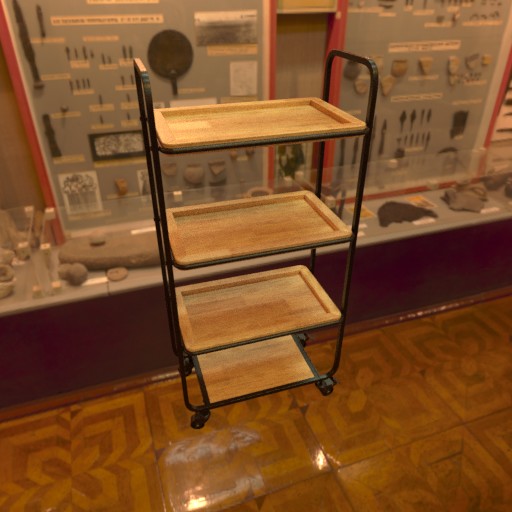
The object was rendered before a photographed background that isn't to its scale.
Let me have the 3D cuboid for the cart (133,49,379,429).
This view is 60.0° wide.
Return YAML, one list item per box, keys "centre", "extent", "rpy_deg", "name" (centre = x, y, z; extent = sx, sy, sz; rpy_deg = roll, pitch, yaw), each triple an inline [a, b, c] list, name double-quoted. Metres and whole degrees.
- centre: [0.000, 0.000, 1.311]
  extent: [0.545, 1.080, 0.321]
  rpy_deg: [-10, 33, -15]
  name: "cart"
